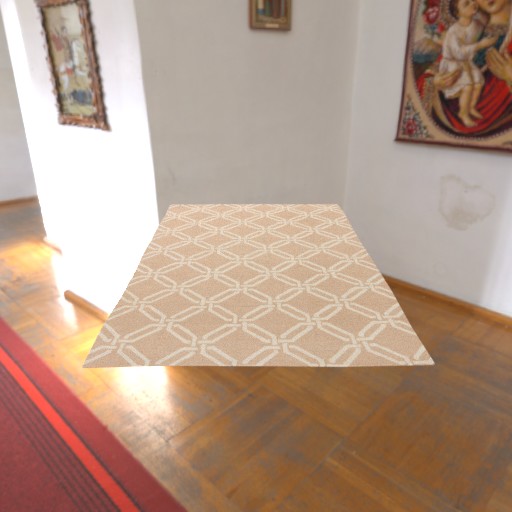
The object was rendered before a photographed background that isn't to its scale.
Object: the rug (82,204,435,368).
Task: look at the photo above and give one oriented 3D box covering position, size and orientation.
[{"bbox_3d":[0.000,0.000,2.213,1.146,0.010,1.745,0,24,-1],"label":"rug"}]
